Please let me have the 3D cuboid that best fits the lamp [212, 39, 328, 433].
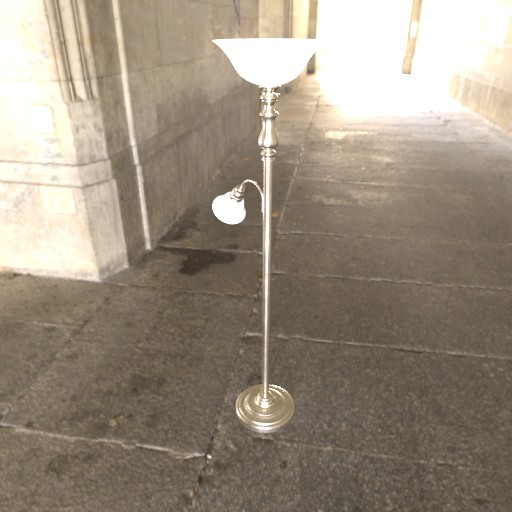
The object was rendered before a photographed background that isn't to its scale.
[{"bbox_3d":[0.000,0.000,2.033,0.405,1.785,0.575,-18,32,-31],"label":"lamp"}]
